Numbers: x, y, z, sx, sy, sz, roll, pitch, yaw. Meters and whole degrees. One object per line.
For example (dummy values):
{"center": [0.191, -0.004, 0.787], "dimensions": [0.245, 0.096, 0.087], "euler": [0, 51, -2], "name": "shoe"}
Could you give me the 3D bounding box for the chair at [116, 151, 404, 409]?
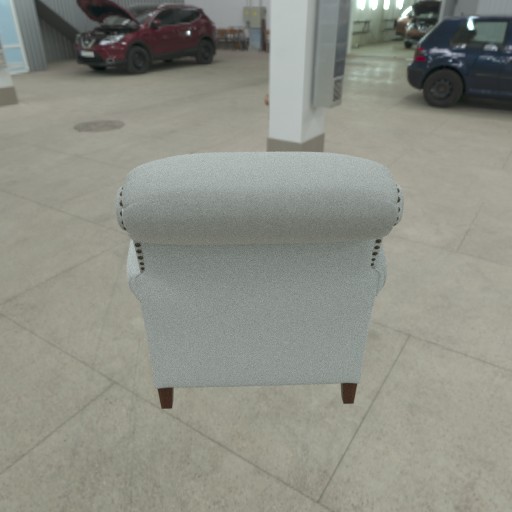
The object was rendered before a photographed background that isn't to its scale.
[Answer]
{"center": [0.000, 0.000, 1.594], "dimensions": [0.854, 0.927, 0.890], "euler": [-1, 30, -2], "name": "chair"}
